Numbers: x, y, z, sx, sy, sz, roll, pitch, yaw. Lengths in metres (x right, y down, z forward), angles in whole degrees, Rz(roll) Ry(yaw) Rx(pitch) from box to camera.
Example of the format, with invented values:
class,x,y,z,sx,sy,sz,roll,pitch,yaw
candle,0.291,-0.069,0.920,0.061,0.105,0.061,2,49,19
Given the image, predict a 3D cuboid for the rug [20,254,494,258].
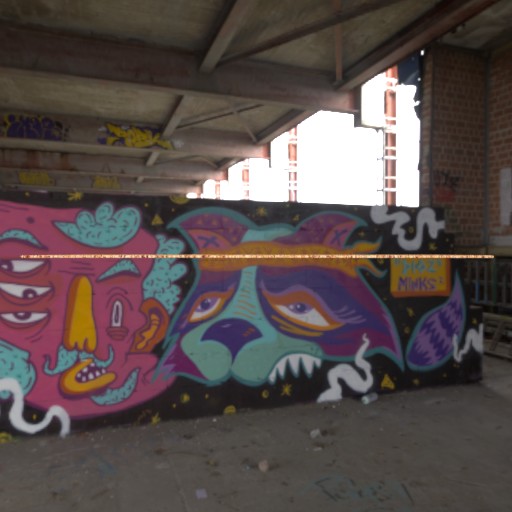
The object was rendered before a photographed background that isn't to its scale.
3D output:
class,x,y,z,sx,sy,sz,roll,pitch,yaw
rug,0.000,0.000,2.428,2.237,0.014,0.680,0,0,1
